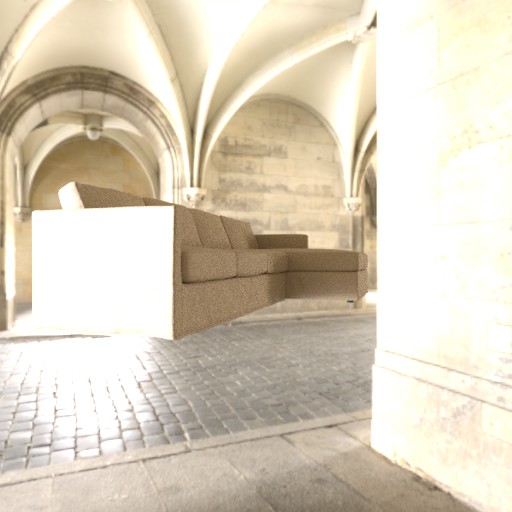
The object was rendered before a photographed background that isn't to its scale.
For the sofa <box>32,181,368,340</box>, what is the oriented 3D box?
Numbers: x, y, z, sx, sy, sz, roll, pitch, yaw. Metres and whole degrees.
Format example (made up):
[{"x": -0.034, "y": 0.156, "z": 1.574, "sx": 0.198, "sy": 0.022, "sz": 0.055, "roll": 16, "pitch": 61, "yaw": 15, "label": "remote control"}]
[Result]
[{"x": 0.000, "y": 0.000, "z": 3.760, "sx": 1.622, "sy": 0.871, "sz": 3.206, "roll": 0, "pitch": 0, "yaw": 19, "label": "sofa"}]
